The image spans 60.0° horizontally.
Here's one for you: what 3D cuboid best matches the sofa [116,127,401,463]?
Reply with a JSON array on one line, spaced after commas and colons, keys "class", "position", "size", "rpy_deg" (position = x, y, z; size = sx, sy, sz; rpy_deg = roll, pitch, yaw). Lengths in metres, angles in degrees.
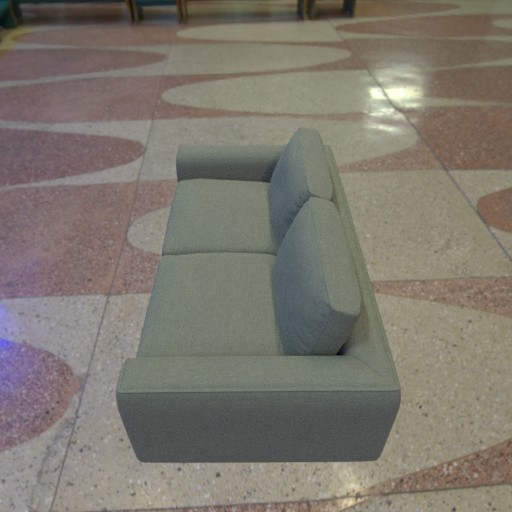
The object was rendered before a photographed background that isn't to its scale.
[{"class": "sofa", "position": [0.000, 0.000, 2.385], "size": [1.069, 0.800, 1.920], "rpy_deg": [0, 41, 0]}]
